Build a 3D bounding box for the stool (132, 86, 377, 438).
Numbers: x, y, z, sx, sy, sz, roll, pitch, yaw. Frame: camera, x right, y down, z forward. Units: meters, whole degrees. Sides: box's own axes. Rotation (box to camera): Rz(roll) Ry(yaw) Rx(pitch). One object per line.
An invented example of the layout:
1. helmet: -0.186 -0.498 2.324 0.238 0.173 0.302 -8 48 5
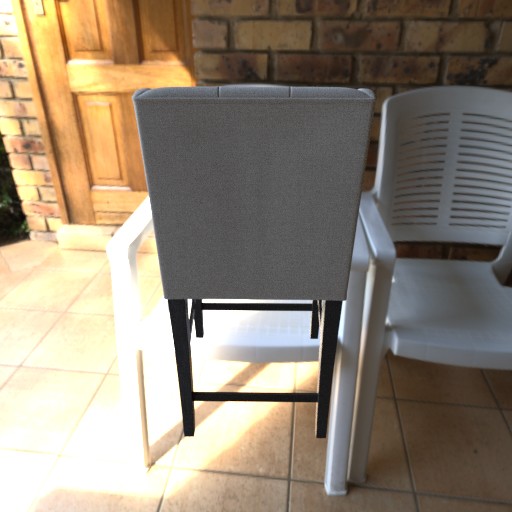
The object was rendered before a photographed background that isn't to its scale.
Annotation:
1. stool: 0.000 0.000 1.211 0.474 0.939 0.509 0 29 1
